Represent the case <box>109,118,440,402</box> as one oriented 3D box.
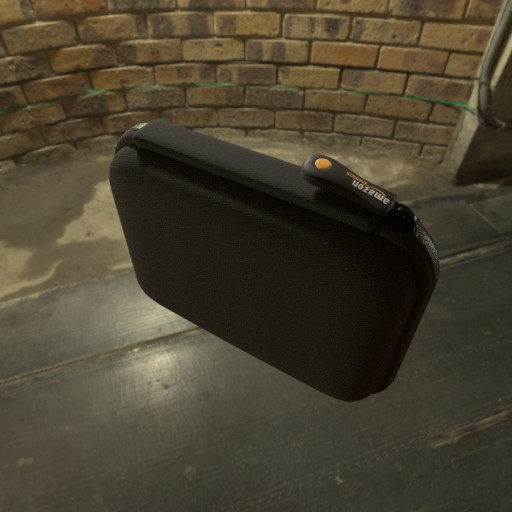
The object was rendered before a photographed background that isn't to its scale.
[{"bbox_3d":[0.000,0.000,0.178,0.132,0.105,0.038,24,50,22],"label":"case"}]
